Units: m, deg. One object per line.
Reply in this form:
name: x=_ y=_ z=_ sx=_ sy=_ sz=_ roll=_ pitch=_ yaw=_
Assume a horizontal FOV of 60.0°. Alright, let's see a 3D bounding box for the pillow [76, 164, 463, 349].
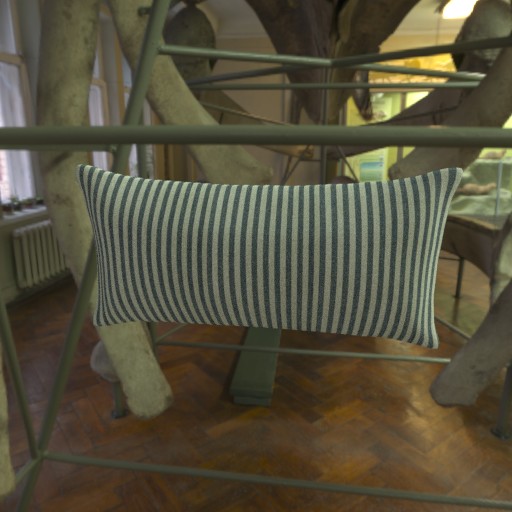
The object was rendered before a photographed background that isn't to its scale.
pillow: x=0.000 y=0.000 z=0.737 sx=0.617 sy=0.295 sz=0.151 roll=2 pitch=15 yaw=9
